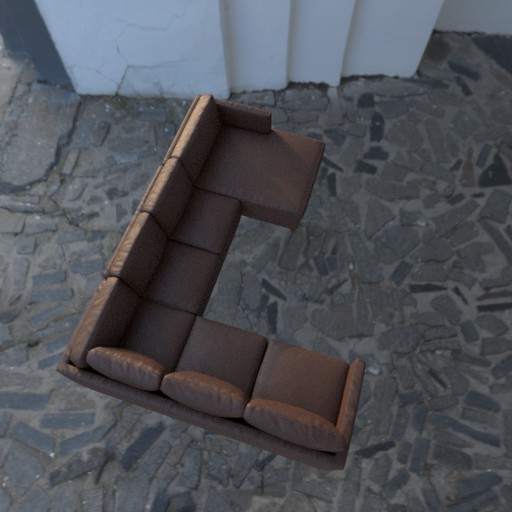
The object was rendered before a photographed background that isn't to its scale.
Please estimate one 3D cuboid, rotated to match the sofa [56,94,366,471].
[{"bbox_3d":[0.000,0.000,4.607,2.593,0.923,3.460,16,65,8],"label":"sofa"}]
